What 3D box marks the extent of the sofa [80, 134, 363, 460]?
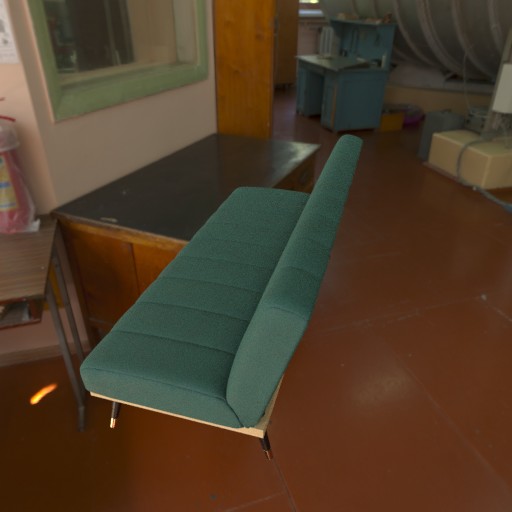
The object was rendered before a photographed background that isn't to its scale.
[{"bbox_3d":[0.000,0.000,2.215,0.830,0.820,1.810,8,31,14],"label":"sofa"}]
